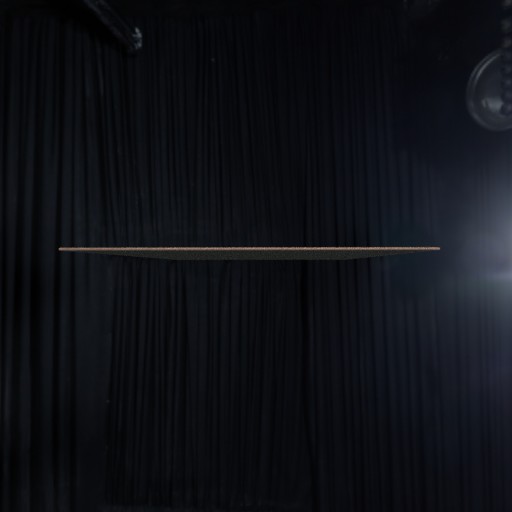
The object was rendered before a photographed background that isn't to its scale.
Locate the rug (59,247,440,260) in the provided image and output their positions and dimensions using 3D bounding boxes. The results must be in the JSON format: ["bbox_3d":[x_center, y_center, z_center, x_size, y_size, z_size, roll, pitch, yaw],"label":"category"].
[{"bbox_3d":[0.000,0.000,2.899,1.524,0.011,2.286,0,-1,2],"label":"rug"}]
